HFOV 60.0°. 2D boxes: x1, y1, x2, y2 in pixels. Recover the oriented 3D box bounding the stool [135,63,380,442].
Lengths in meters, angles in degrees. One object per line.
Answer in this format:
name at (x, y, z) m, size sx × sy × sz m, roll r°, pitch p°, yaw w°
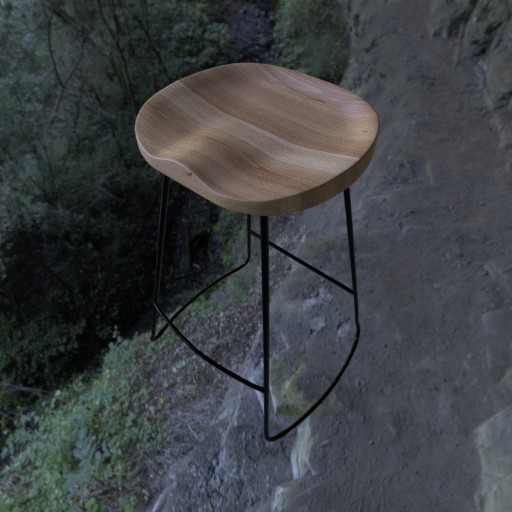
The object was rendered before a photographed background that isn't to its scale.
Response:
stool at (0.000, 0.000, 0.971) m, size 0.480 × 0.679 × 0.401 m, roll 32°, pitch 54°, yaw 27°
